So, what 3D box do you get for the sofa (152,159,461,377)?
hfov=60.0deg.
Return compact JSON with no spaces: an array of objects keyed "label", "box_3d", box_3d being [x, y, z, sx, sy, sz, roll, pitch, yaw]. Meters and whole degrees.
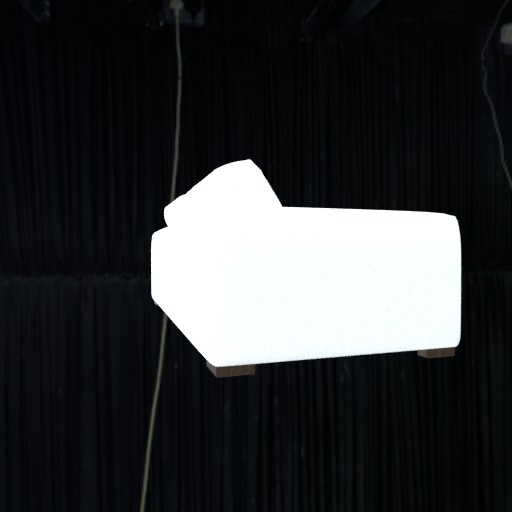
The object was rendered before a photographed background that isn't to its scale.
[{"label":"sofa","box_3d":[0.000,0.000,2.696,1.070,0.801,2.262,0,1,-18]}]
